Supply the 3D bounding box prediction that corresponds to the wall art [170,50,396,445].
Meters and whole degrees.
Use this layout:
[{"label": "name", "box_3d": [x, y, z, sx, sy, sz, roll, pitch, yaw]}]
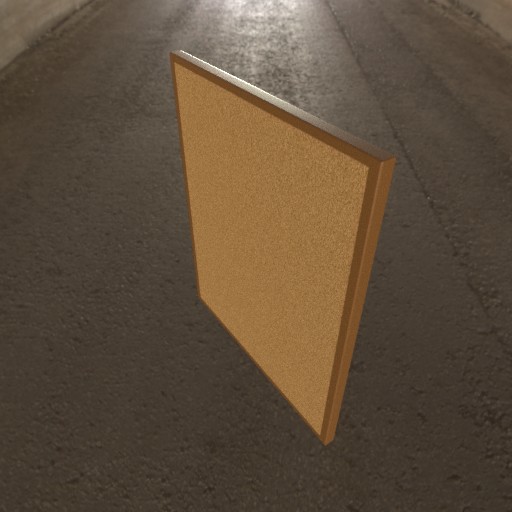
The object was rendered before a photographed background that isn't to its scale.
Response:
[{"label": "wall art", "box_3d": [0.000, 0.000, 0.745, 0.021, 0.550, 0.449, -24, 46, -26]}]
